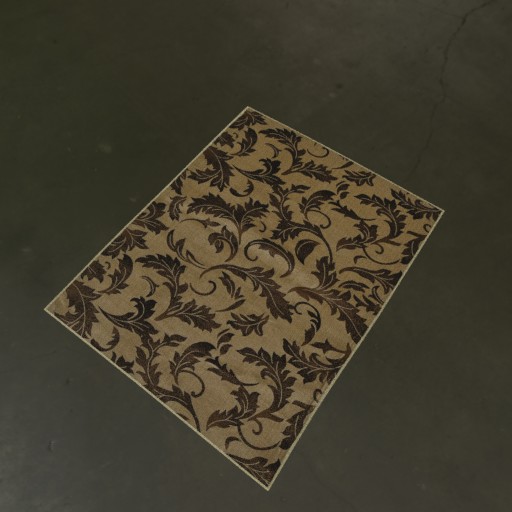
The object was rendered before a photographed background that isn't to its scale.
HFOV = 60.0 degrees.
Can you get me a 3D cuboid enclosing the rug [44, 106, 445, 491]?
[{"bbox_3d":[0.000,0.000,4.053,2.380,0.008,2.977,33,67,16],"label":"rug"}]
